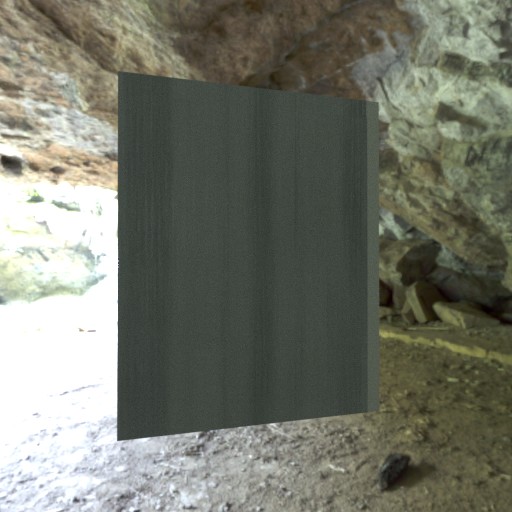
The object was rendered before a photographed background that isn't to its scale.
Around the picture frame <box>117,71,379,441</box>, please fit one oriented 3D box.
[{"bbox_3d":[0.000,0.000,0.753,0.449,0.555,0.046,0,0,-17],"label":"picture frame"}]
